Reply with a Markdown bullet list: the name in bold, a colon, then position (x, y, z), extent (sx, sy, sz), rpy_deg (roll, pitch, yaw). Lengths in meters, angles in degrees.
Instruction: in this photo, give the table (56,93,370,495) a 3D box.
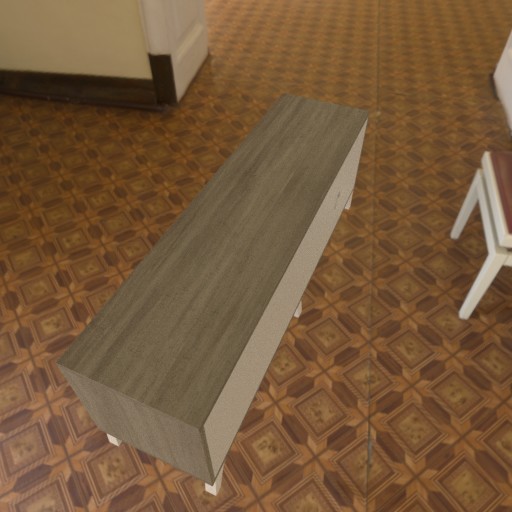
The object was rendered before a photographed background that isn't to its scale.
- **table**: position (0.000, 0.000, 1.685), extent (0.400, 0.530, 1.500), rpy_deg (18, 50, 16)
